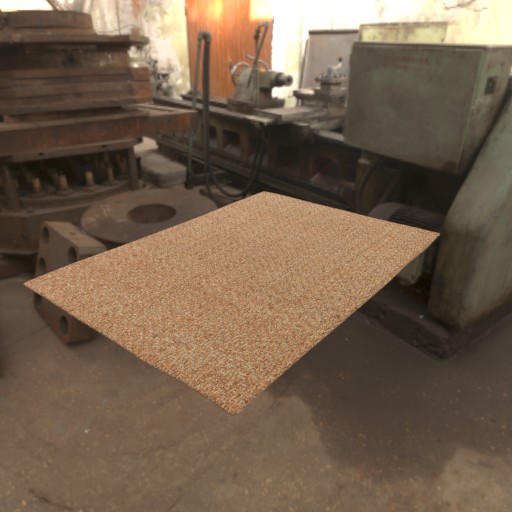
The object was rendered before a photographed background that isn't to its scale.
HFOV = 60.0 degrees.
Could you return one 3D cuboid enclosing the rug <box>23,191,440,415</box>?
[{"bbox_3d":[0.000,0.000,2.730,1.566,0.013,2.141,19,32,34],"label":"rug"}]
